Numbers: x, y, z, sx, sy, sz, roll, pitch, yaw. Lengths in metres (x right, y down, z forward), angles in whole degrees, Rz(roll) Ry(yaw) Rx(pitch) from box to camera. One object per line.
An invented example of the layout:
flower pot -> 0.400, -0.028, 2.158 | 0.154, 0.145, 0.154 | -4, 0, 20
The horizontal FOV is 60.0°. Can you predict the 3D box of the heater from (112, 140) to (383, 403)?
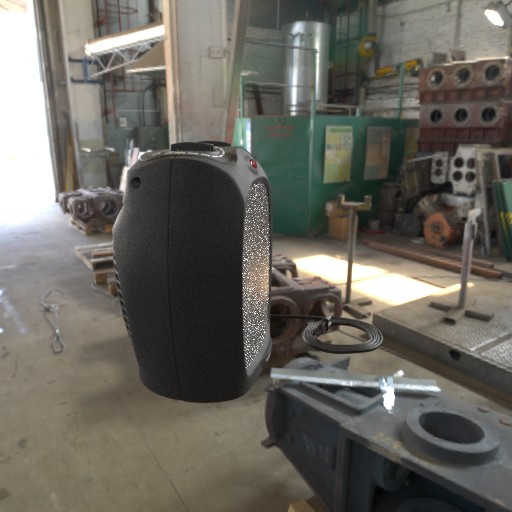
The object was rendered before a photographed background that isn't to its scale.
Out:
heater -> 0.000, 0.000, 0.477 | 0.291, 0.240, 0.239 | 3, 16, 11
